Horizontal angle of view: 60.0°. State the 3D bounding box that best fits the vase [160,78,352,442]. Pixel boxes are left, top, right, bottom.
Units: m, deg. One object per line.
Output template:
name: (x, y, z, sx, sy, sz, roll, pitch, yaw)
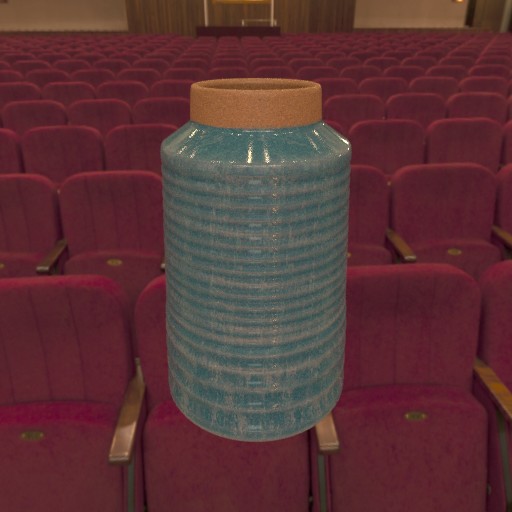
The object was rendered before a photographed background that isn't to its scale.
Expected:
vase: (0.000, 0.000, 0.367, 0.163, 0.267, 0.163, 0, 26, 0)
